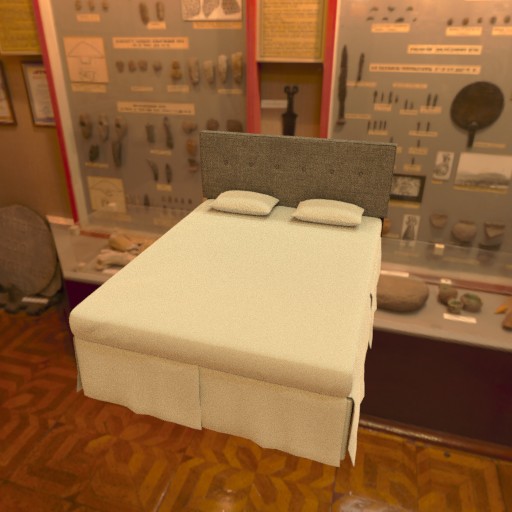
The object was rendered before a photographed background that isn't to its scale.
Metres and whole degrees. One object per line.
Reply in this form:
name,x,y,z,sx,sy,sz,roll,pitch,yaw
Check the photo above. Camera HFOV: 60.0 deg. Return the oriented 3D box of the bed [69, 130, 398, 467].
bed,0.000,0.000,2.934,1.621,1.168,1.958,8,28,16
